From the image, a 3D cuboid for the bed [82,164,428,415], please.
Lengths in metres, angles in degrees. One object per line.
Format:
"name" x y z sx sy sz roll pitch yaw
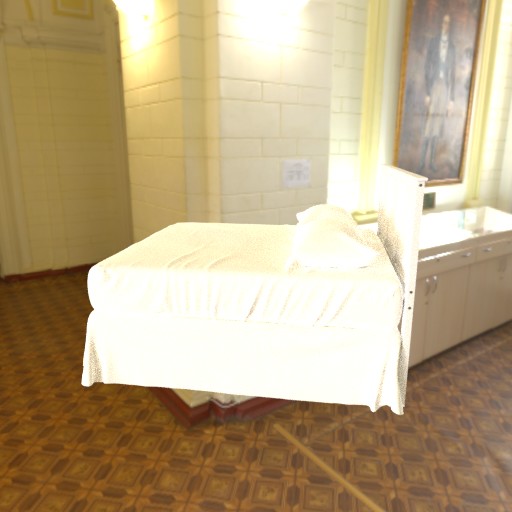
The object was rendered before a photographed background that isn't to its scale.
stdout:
"bed" 0.000 0.000 3.247 2.047 1.269 1.876 2 14 9
